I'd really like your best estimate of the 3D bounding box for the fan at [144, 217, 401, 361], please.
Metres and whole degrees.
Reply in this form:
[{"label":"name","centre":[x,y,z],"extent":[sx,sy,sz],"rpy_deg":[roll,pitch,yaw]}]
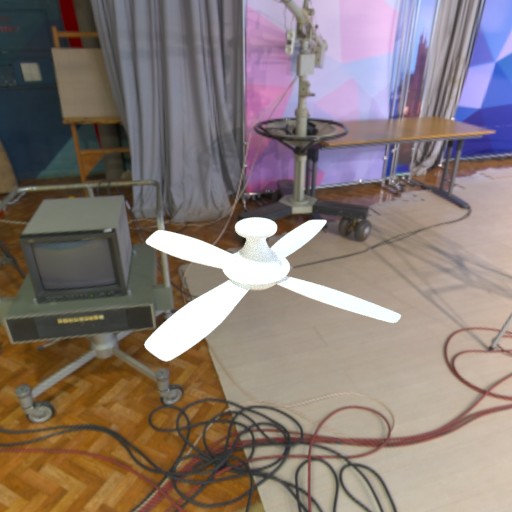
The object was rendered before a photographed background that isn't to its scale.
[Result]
[{"label":"fan","centre":[0.000,0.000,2.554],"extent":[1.694,0.382,1.693],"rpy_deg":[18,34,28]}]
